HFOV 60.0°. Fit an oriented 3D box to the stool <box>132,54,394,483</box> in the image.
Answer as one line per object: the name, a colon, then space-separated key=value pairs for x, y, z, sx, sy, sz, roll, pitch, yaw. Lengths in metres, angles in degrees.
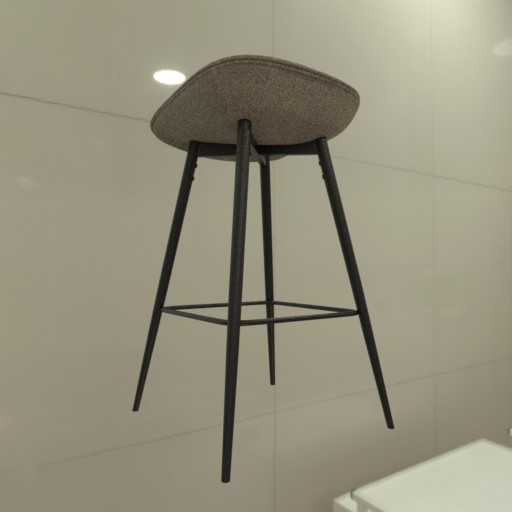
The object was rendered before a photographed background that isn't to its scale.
stool: x=0.000 y=0.000 z=1.116 sx=0.469 sy=0.814 sz=0.480 roll=1 pitch=-2 yaw=-35
